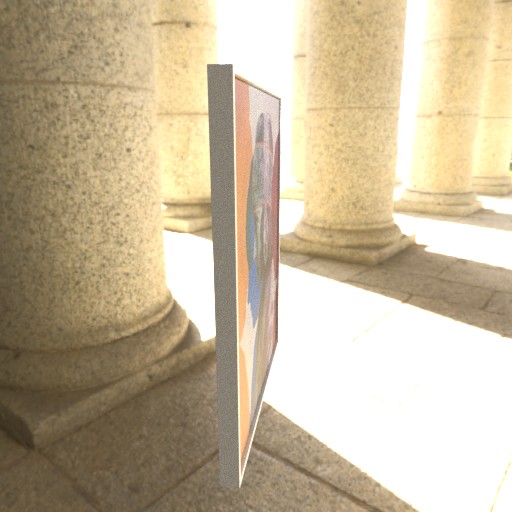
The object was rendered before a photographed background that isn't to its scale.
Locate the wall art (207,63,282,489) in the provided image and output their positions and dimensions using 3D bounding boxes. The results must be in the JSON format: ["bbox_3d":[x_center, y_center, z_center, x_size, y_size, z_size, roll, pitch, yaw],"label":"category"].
[{"bbox_3d":[0.000,0.000,0.754,0.030,0.549,0.443,3,16,9],"label":"wall art"}]
